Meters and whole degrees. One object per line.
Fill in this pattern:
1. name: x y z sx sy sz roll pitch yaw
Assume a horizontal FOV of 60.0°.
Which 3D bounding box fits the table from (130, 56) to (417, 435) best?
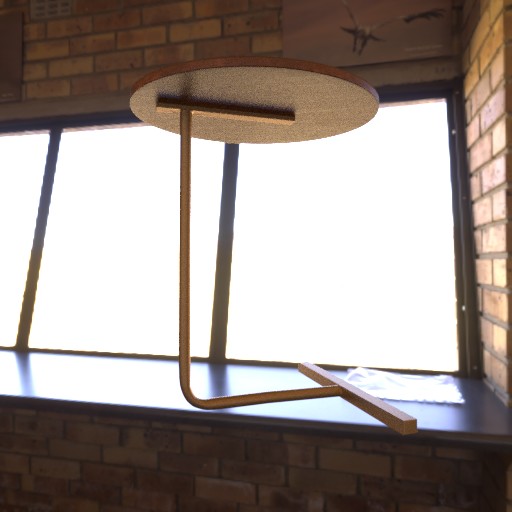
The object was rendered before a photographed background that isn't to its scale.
1. table: 0.000 0.000 1.052 0.577 0.706 0.530 0 0 -18
